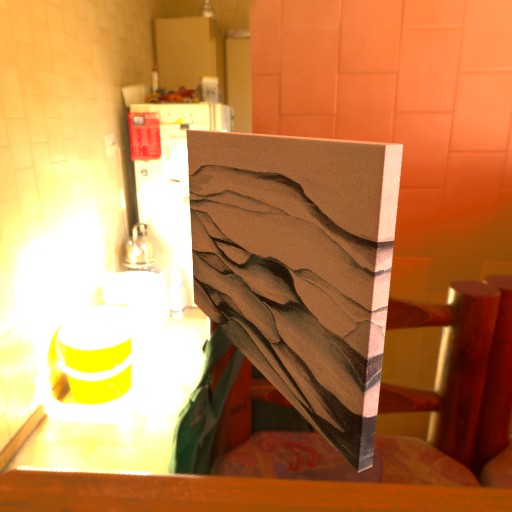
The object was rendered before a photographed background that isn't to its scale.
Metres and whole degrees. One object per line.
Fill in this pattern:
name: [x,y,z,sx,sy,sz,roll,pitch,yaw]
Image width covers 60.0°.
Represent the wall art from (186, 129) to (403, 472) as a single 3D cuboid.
wall art: [0.000,0.000,1.149,0.039,0.609,0.914,-9,19,-26]
